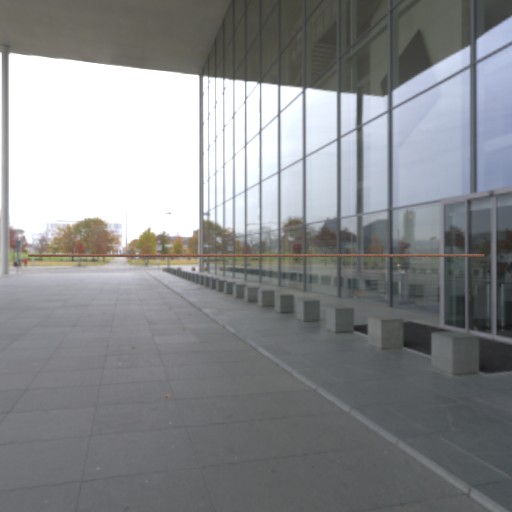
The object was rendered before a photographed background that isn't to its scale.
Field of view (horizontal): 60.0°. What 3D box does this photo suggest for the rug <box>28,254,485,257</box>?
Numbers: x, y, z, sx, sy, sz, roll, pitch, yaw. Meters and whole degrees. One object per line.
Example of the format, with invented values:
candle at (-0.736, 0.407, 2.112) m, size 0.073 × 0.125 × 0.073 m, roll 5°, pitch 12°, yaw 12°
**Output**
rug at (0.000, 0.000, 3.120) m, size 2.438 × 0.014 × 1.524 m, roll 0°, pitch 0°, yaw -1°
